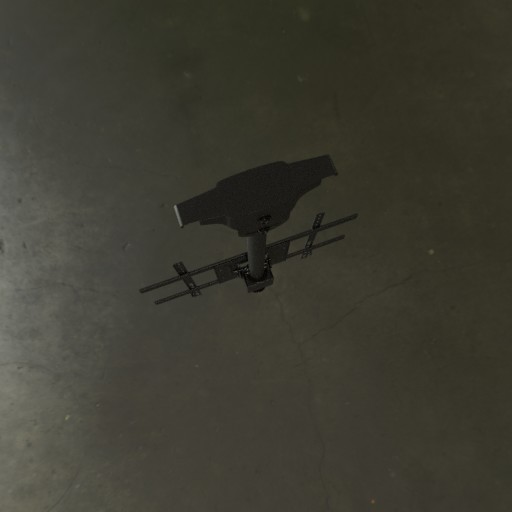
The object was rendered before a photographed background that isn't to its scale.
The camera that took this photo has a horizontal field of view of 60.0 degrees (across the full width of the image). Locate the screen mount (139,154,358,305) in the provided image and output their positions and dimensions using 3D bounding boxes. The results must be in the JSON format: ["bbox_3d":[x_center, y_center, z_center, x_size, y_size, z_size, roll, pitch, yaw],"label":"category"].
[{"bbox_3d":[0.000,0.000,1.051,0.595,0.775,0.090,-19,75,-5],"label":"screen mount"}]
